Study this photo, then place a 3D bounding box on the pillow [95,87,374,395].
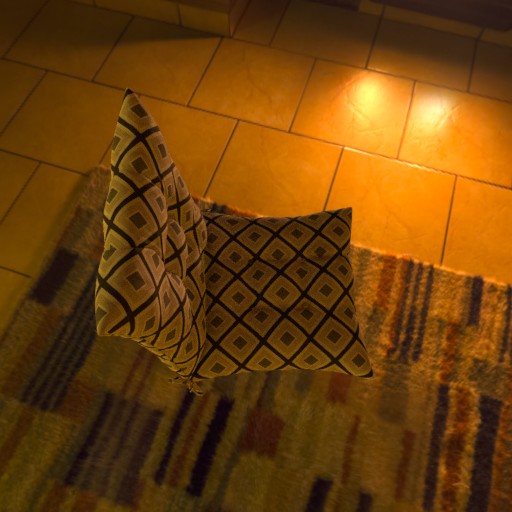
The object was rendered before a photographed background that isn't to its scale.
[{"bbox_3d":[0.000,0.000,1.013,0.585,0.536,0.541,-1,65,-1],"label":"pillow"}]
